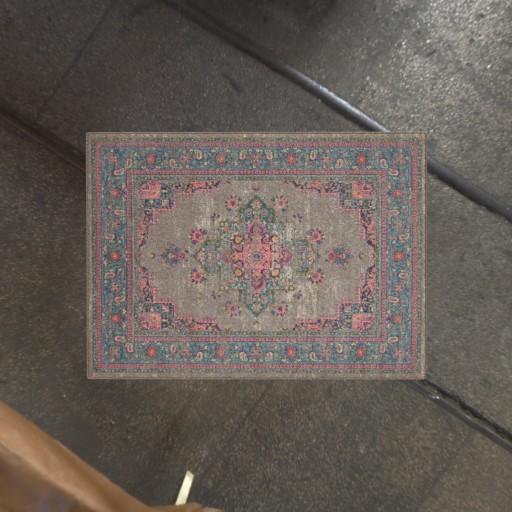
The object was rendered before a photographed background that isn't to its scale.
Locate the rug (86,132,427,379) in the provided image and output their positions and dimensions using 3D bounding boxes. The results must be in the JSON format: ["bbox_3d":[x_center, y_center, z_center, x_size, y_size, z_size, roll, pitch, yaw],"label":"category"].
[{"bbox_3d":[0.000,0.000,2.884,2.214,0.013,1.609,0,91,0],"label":"rug"}]
